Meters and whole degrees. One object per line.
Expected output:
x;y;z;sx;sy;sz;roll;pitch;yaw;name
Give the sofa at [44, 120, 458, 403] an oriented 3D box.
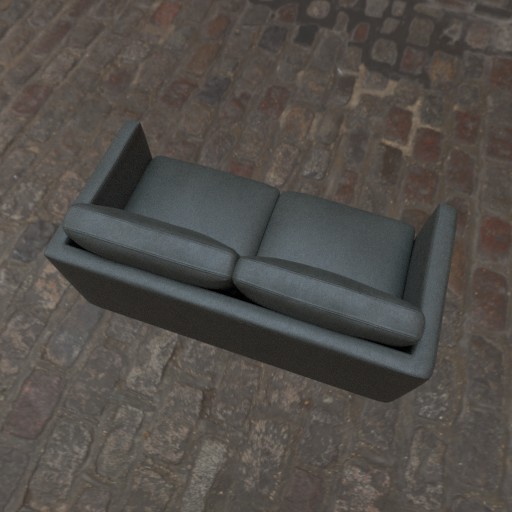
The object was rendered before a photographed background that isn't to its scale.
0.000;0.000;2.442;1.883;0.933;0.951;17;64;8;sofa
